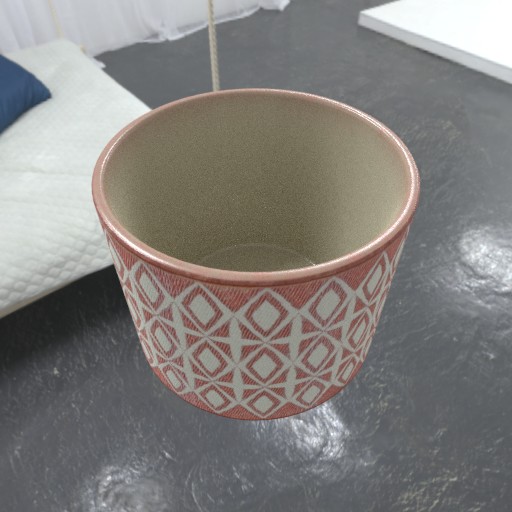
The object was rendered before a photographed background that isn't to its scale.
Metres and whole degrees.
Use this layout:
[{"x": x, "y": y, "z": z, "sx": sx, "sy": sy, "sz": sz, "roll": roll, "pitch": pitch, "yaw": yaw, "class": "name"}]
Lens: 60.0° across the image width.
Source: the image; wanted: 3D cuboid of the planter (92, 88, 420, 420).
[{"x": 0.000, "y": 0.000, "z": 0.463, "sx": 0.273, "sy": 0.237, "sz": 0.273, "roll": 0, "pitch": 46, "yaw": 0, "class": "planter"}]
